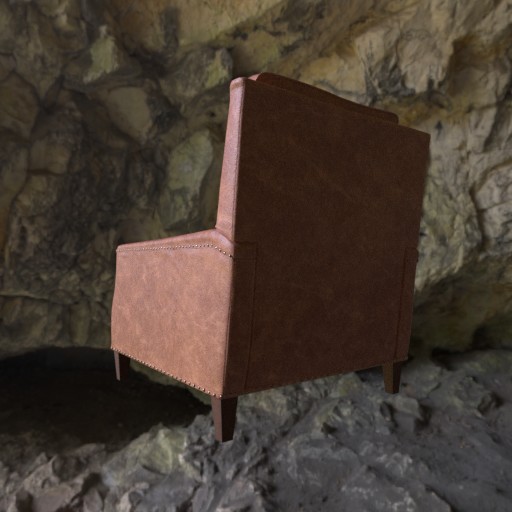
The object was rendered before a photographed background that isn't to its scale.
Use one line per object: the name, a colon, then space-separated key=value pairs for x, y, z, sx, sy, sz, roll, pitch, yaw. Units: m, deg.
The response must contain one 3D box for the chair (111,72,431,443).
chair: x=0.000 y=0.000 z=1.779 sx=0.854 sy=1.054 sz=1.035 roll=1 pitch=-1 yaw=-37
